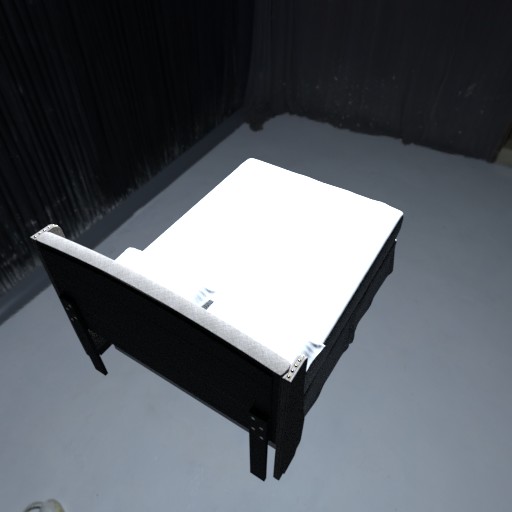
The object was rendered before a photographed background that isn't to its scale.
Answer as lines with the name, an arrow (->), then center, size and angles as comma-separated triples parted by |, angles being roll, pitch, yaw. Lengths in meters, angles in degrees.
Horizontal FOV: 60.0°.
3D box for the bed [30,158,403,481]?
bed -> 0.000, 0.000, 3.307 | 1.710, 1.407, 2.237 | 24, 50, 22
